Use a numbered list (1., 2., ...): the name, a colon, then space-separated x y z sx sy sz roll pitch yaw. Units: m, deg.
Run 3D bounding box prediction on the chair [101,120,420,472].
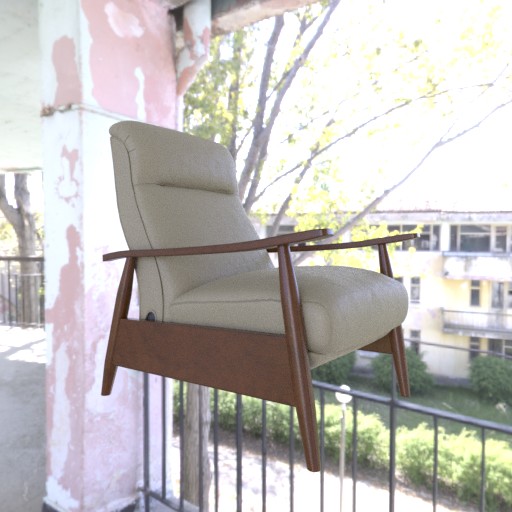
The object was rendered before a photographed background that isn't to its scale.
1. chair: 0.000 0.000 1.706 1.014 1.082 0.762 1 2 38
